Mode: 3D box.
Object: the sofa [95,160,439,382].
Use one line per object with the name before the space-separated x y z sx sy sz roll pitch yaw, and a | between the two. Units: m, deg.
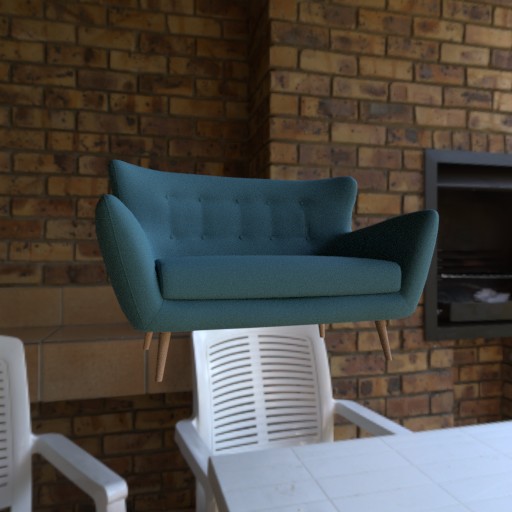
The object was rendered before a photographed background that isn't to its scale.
sofa | 0.000 0.000 2.049 1.397 0.889 0.889 0 0 -20
